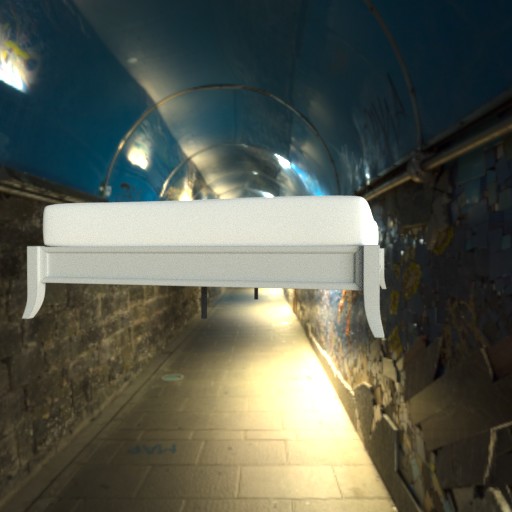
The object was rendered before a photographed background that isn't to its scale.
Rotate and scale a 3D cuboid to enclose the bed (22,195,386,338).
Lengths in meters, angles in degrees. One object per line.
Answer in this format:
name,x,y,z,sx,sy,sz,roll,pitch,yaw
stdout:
bed,0.000,0.000,2.597,1.460,0.510,1.985,0,1,17
